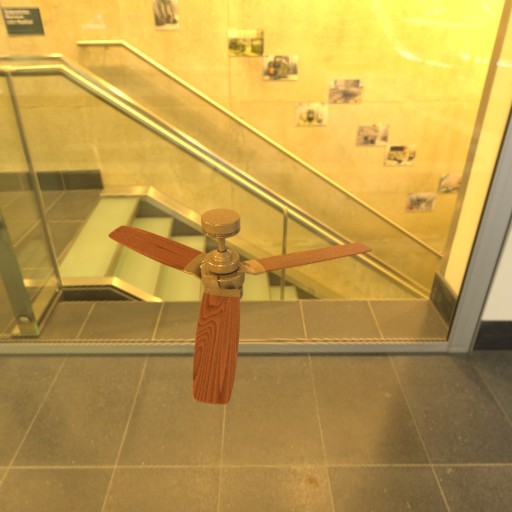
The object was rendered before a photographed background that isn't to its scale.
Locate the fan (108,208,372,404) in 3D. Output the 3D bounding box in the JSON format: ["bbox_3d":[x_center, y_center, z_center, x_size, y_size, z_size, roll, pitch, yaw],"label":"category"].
[{"bbox_3d":[0.000,0.000,2.070,1.271,0.425,1.416,-10,32,-17],"label":"fan"}]
